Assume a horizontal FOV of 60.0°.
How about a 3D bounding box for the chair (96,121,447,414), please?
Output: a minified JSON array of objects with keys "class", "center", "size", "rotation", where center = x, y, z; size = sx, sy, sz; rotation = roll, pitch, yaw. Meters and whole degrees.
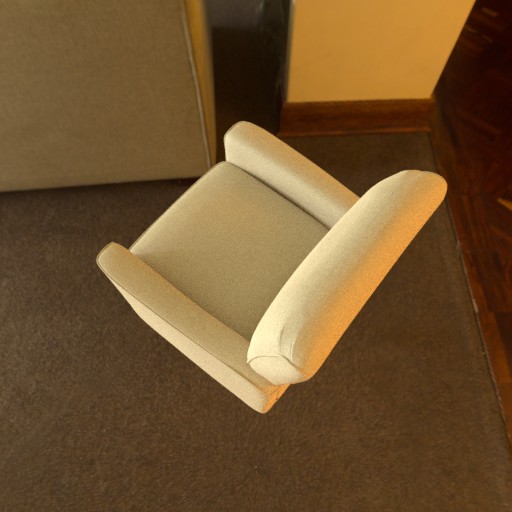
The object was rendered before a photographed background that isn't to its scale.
[{"class":"chair","center":[0.000,0.000,1.645],"size":[0.858,1.023,0.841],"rotation":[36,70,16]}]
